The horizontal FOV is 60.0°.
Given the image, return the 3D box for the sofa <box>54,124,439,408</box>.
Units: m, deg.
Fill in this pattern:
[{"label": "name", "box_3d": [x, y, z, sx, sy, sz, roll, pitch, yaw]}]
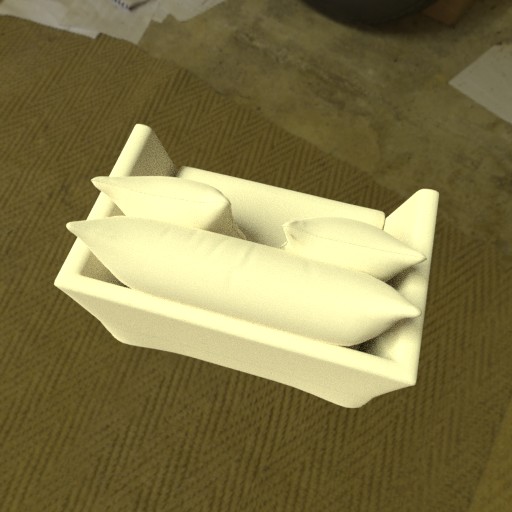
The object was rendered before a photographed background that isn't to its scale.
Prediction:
[{"label": "sofa", "box_3d": [0.000, 0.000, 2.255, 1.608, 1.039, 1.026, 14, 65, 7]}]
